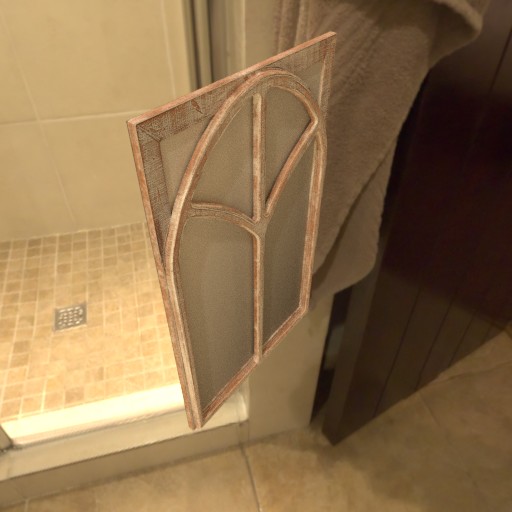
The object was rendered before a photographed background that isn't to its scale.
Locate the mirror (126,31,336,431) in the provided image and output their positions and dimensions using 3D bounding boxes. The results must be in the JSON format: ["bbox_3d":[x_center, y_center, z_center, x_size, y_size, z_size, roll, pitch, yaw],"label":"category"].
[{"bbox_3d":[0.000,0.000,0.956,0.058,0.787,0.495,27,49,27],"label":"mirror"}]
